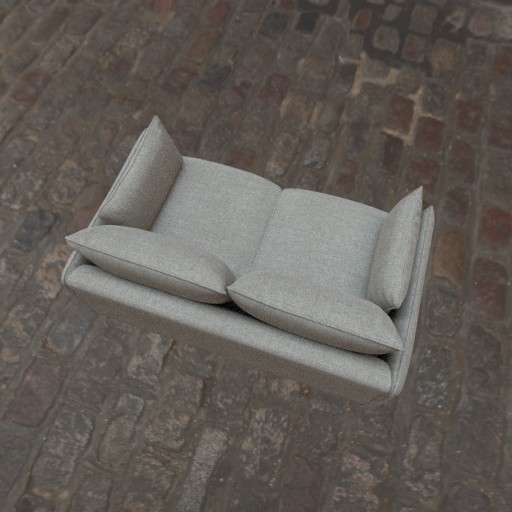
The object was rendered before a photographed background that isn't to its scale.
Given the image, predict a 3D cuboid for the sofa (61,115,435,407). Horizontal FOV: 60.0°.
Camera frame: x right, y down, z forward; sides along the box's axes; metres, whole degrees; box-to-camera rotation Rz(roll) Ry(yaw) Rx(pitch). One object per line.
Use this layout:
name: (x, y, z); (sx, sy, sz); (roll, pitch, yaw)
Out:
sofa: (0.000, 0.000, 2.195); (1.580, 0.851, 0.972); (17, 66, 8)
